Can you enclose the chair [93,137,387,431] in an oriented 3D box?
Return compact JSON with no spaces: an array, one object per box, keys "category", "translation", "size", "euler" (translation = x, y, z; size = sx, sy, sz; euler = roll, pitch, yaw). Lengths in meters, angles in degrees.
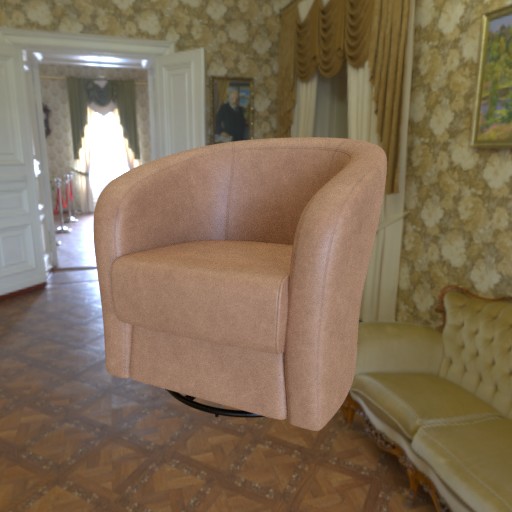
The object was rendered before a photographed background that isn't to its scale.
[{"category":"chair","translation":[0.000,0.000,1.443],"size":[0.791,0.771,0.815],"euler":[6,14,25]}]
